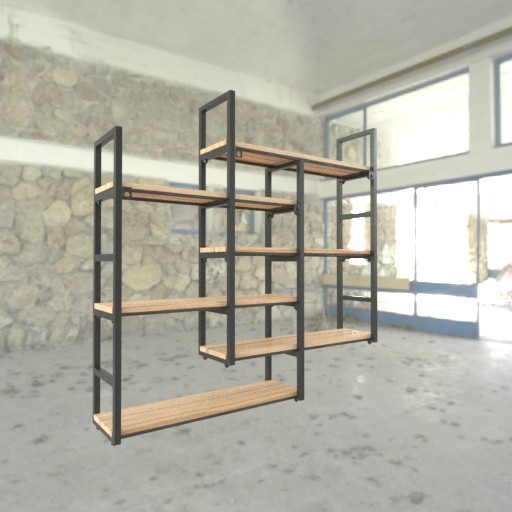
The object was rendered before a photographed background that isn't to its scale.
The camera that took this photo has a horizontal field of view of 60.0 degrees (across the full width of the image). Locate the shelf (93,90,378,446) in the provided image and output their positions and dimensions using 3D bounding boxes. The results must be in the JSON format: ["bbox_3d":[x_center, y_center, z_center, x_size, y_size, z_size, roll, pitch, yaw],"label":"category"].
[{"bbox_3d":[0.000,0.000,1.390,0.946,0.921,0.183,1,-1,-36],"label":"shelf"}]
